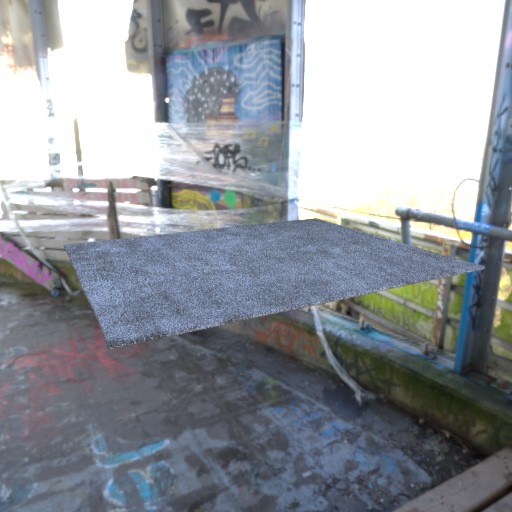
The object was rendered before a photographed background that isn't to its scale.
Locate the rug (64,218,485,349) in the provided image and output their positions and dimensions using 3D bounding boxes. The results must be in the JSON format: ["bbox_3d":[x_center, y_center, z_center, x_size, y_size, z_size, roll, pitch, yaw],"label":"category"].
[{"bbox_3d":[0.000,0.000,3.993,3.000,0.025,2.401,-8,18,-27],"label":"rug"}]
